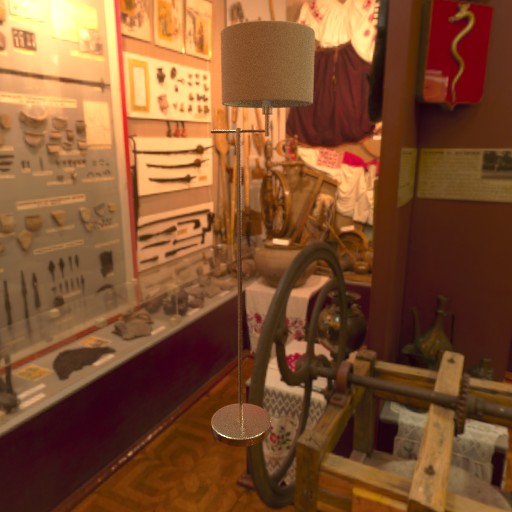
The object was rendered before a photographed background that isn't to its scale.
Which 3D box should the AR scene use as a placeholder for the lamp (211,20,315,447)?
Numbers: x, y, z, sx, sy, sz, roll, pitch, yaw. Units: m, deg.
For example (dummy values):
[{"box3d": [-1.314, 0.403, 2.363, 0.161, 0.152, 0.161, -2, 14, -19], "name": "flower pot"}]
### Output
[{"box3d": [0.000, 0.000, 1.748, 0.416, 1.600, 0.324, 8, 16, 28], "name": "lamp"}]
